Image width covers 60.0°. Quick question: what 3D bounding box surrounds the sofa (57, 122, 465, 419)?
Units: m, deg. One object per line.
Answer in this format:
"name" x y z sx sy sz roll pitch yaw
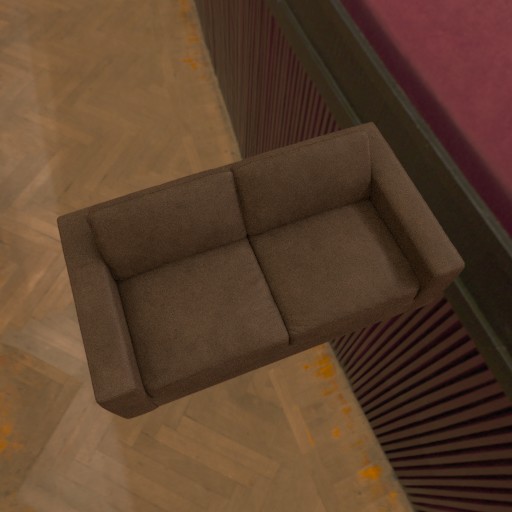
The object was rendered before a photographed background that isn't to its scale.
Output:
"sofa" 0.000 0.000 2.461 1.920 0.800 1.070 -19 65 -9
